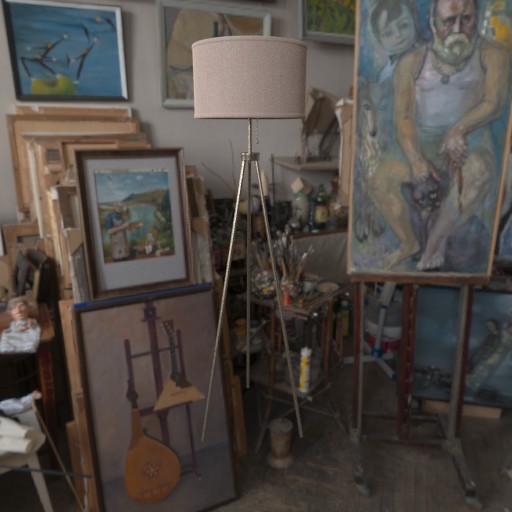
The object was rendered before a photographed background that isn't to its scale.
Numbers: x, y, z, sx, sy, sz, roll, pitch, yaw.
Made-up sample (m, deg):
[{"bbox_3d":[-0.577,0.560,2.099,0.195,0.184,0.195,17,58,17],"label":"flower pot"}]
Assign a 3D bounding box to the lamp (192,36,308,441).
[{"bbox_3d":[0.000,0.000,1.783,0.460,1.545,0.449,8,18,24],"label":"lamp"}]
